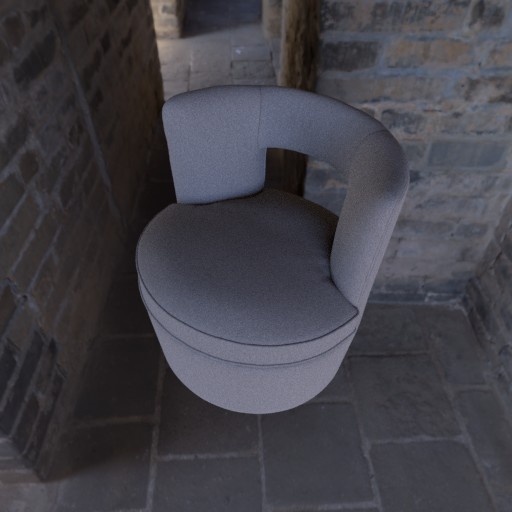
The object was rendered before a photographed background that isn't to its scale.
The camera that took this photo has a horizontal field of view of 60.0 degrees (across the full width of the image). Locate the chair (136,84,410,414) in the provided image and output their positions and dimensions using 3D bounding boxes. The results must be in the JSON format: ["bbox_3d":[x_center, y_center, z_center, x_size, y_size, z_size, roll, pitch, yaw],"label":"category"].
[{"bbox_3d":[0.000,0.000,1.261,0.689,0.719,0.660,30,52,27],"label":"chair"}]
